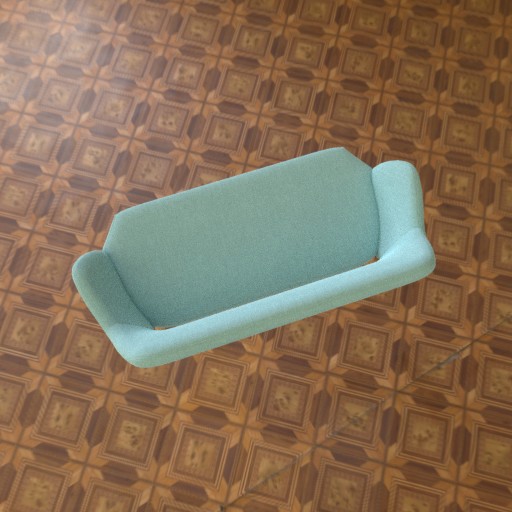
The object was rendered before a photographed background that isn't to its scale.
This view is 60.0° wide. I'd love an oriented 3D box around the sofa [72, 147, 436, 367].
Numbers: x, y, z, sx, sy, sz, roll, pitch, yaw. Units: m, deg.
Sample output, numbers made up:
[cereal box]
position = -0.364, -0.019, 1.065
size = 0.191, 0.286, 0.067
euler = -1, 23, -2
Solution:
[sofa]
position = 0.000, 0.000, 1.595
size = 1.150, 0.840, 0.610
euler = -17, 75, -5
